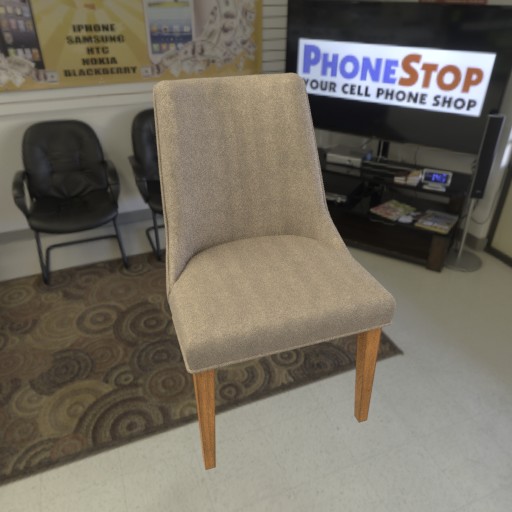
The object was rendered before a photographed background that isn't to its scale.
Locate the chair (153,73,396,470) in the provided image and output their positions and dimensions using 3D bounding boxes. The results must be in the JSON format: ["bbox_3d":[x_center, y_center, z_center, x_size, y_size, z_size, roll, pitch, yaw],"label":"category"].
[{"bbox_3d":[0.000,0.000,1.292,0.548,0.916,0.636,-10,33,-16],"label":"chair"}]
